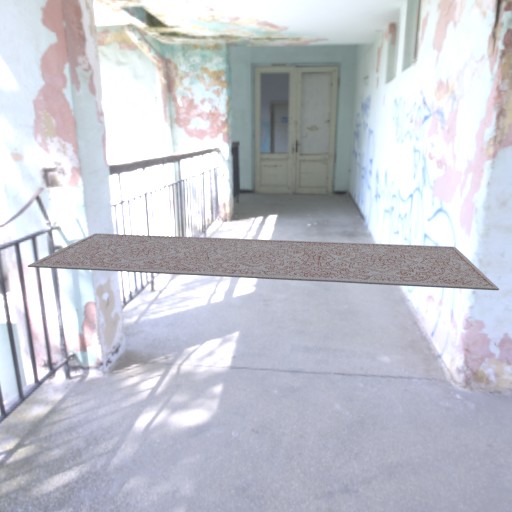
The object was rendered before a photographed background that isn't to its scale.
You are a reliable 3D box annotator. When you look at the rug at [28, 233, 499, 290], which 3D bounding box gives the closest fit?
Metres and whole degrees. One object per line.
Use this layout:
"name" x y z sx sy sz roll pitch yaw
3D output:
"rug" 0.000 0.000 2.631 2.448 0.012 0.769 2 17 8
